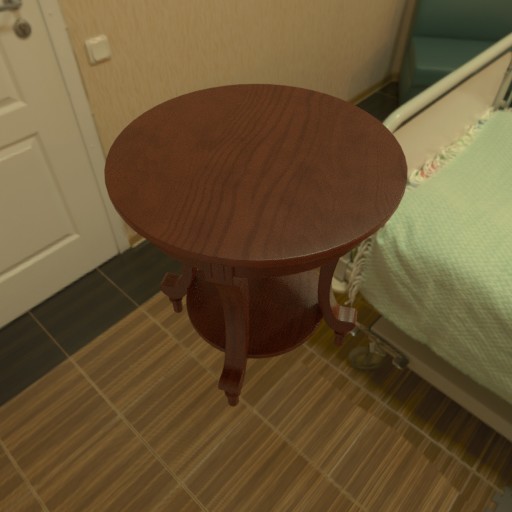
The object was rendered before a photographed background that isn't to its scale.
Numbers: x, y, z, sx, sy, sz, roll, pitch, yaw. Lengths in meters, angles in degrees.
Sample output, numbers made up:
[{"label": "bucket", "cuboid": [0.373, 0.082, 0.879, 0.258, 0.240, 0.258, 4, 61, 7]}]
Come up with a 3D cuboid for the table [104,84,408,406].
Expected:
[{"label": "table", "cuboid": [0.000, 0.000, 1.115, 0.597, 0.612, 0.597, 0, 47, 0]}]
